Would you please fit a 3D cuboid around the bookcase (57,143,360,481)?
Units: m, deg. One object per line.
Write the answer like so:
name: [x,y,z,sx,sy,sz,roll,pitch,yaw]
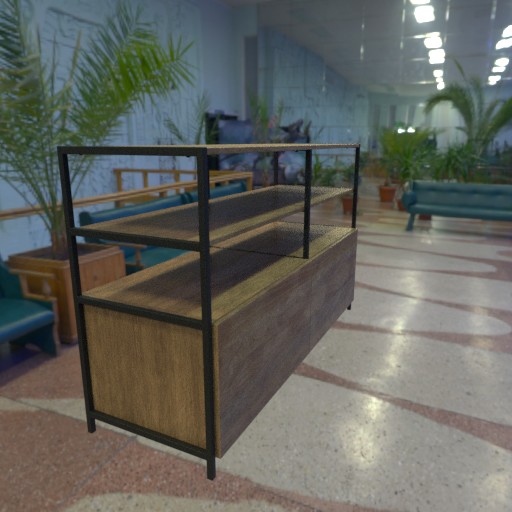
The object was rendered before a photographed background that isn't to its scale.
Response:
bookcase: [0.000,0.000,1.459,0.391,0.712,1.149,7,16,26]
